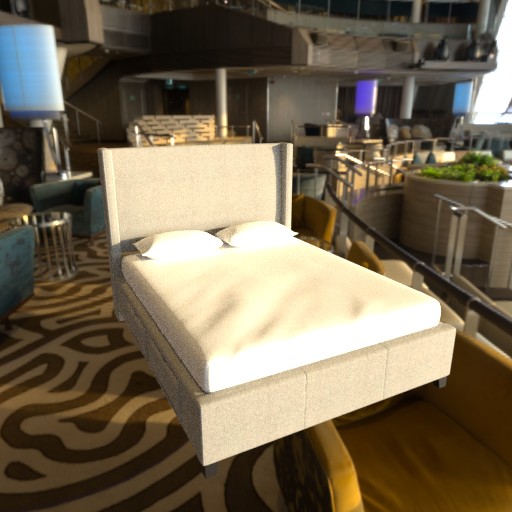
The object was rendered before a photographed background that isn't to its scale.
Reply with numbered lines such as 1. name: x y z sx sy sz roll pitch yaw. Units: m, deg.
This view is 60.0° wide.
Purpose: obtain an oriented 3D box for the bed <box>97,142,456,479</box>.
1. bed: 0.000 0.000 3.300 1.774 1.491 2.222 -9 20 -26
